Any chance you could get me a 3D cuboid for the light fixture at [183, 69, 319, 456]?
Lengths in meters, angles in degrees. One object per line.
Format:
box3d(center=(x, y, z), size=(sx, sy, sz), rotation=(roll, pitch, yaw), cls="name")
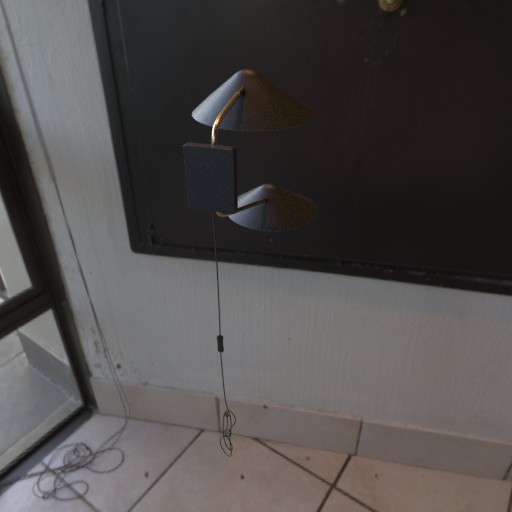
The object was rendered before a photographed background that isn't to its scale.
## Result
box3d(center=(0.000, 0.000, 0.827), size=(0.189, 0.665, 0.422), rotation=(9, 34, 14), cls="light fixture")
